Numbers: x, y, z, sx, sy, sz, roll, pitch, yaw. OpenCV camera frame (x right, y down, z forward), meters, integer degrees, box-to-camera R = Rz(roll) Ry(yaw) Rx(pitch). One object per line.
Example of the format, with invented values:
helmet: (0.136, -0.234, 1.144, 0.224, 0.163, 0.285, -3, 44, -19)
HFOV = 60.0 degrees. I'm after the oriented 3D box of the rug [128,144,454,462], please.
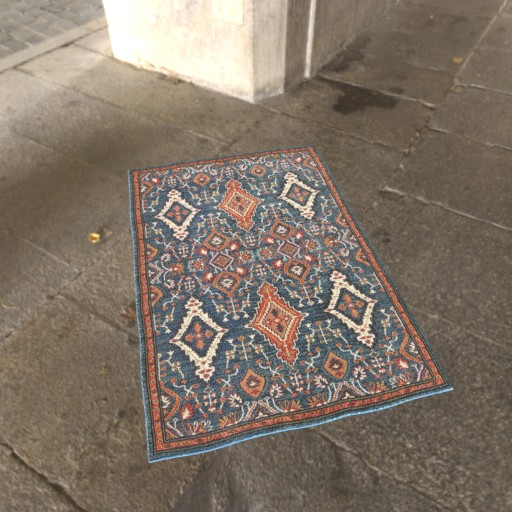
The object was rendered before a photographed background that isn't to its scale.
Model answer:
rug: (0.000, 0.000, 2.996, 1.622, 0.009, 2.373, -10, 48, -9)
